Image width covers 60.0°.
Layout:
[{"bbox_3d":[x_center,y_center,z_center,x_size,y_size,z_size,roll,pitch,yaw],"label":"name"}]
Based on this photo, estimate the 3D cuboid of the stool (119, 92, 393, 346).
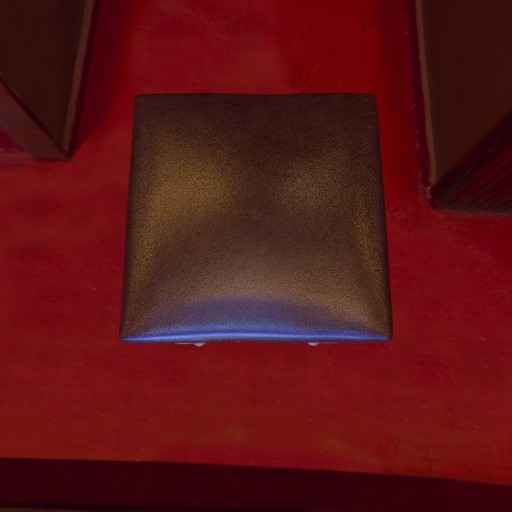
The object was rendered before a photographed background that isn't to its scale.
[{"bbox_3d":[0.000,0.000,0.940,0.382,0.702,0.383,0,77,0],"label":"stool"}]
